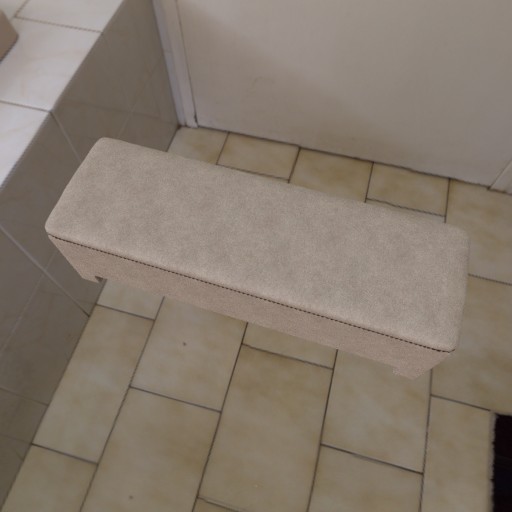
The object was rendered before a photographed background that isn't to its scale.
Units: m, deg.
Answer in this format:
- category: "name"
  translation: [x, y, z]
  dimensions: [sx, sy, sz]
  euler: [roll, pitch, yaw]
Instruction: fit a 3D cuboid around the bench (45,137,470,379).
- category: "bench"
  translation: [0.000, 0.000, 1.757]
  dimensions: [1.482, 0.447, 0.470]
  euler: [16, 64, 8]
